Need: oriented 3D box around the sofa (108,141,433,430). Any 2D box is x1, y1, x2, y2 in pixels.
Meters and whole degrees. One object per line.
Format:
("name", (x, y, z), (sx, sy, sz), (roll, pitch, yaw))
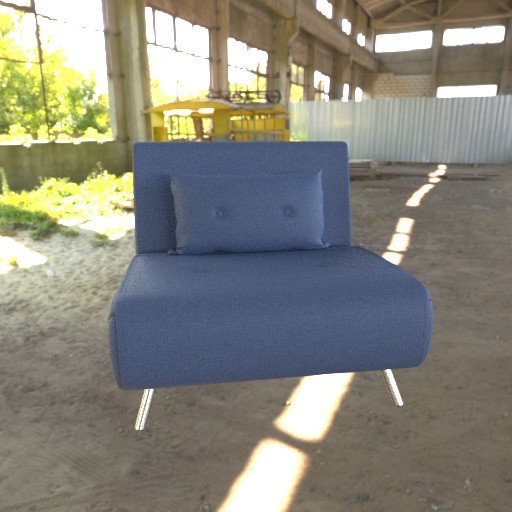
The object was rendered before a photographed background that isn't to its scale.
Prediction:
("sofa", (0.000, 0.000, 1.741), (0.999, 0.860, 0.996), (-2, 16, -8))
